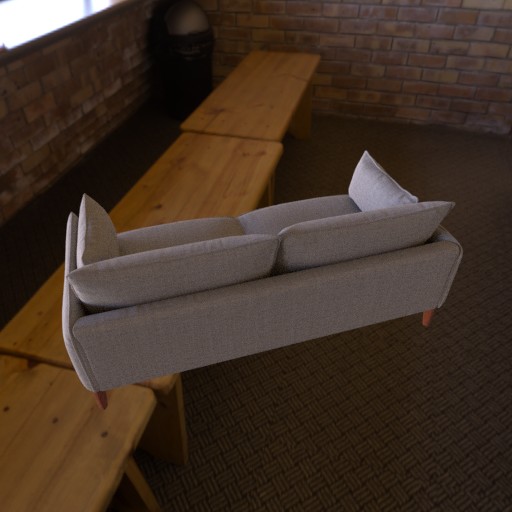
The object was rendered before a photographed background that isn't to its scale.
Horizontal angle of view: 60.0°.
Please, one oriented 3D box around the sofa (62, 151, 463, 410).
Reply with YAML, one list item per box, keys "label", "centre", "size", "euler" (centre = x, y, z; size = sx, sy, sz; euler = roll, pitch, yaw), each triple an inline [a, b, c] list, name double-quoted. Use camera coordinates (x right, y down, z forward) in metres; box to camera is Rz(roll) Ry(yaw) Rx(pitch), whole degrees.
- label: "sofa"
  centre: [0.000, 0.000, 2.481]
  size: [1.989, 0.851, 0.972]
  euler: [-11, 42, -13]
